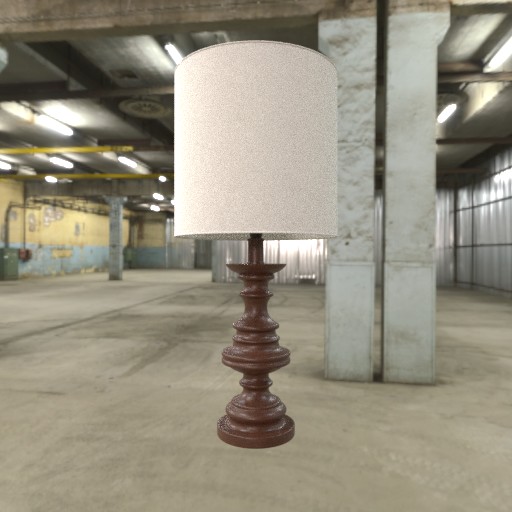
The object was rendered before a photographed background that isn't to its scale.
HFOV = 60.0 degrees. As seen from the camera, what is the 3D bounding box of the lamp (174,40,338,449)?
[{"bbox_3d":[0.000,0.000,0.573,0.208,0.455,0.208,0,0,36],"label":"lamp"}]
